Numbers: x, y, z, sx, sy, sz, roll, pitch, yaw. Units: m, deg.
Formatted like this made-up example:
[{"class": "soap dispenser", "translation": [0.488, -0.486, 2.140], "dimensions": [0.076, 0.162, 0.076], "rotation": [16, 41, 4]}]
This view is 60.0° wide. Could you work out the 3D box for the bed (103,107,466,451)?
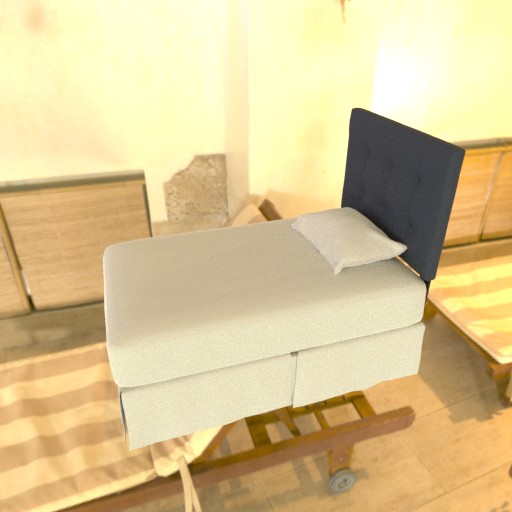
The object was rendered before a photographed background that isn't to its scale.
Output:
[{"class": "bed", "translation": [0.000, 0.000, 2.917], "dimensions": [1.997, 1.571, 1.261], "rotation": [-9, 31, -15]}]
